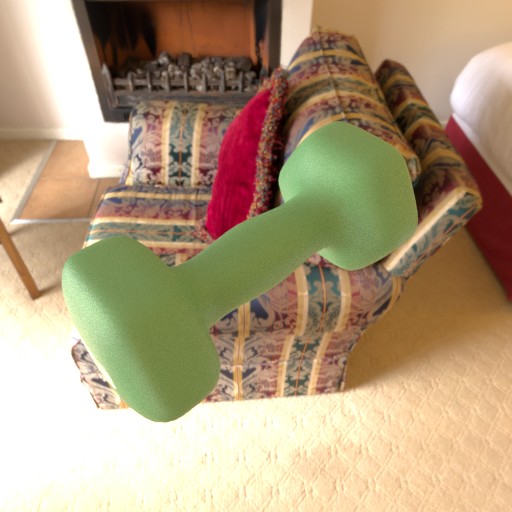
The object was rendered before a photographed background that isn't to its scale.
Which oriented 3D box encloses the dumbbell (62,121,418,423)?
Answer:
[{"bbox_3d":[0.000,0.000,0.322,0.257,0.114,0.126,-32,54,-27],"label":"dumbbell"}]
